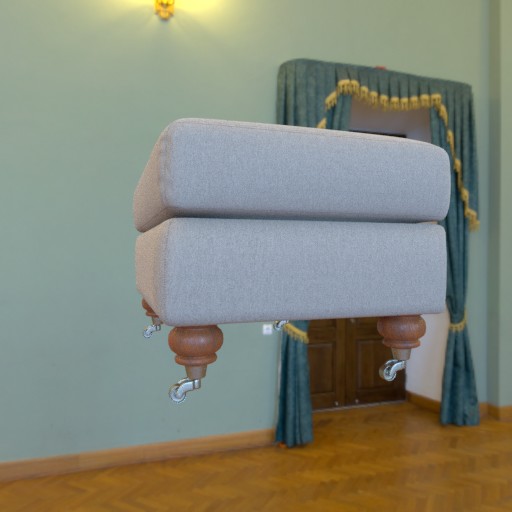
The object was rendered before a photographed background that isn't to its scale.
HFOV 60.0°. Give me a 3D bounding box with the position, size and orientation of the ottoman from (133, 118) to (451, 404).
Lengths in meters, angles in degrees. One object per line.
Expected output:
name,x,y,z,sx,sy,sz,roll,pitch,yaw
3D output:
ottoman,0.000,0.000,1.117,0.574,0.497,0.773,0,0,-19
